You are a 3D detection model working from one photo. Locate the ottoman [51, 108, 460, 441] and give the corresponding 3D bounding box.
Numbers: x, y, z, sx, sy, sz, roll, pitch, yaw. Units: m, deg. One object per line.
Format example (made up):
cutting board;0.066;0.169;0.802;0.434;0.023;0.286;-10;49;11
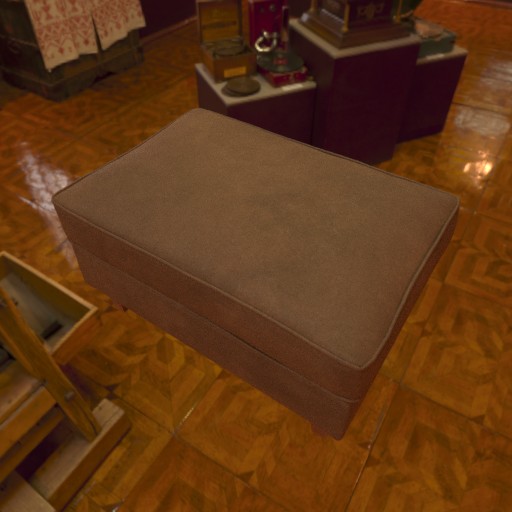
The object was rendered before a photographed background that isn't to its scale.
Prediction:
ottoman;0.000;0.000;1.214;0.860;0.481;0.596;26;51;23
